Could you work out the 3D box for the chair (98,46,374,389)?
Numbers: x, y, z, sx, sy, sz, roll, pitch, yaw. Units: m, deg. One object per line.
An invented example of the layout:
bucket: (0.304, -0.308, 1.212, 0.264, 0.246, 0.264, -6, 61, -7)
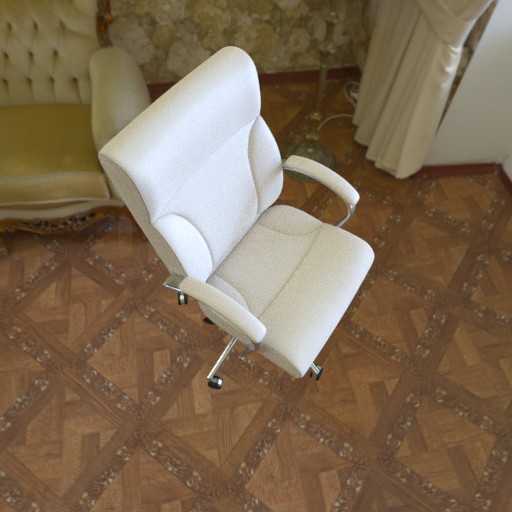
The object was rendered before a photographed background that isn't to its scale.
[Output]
chair: (0.000, 0.000, 1.569, 0.745, 1.099, 0.727, 29, 62, 17)
